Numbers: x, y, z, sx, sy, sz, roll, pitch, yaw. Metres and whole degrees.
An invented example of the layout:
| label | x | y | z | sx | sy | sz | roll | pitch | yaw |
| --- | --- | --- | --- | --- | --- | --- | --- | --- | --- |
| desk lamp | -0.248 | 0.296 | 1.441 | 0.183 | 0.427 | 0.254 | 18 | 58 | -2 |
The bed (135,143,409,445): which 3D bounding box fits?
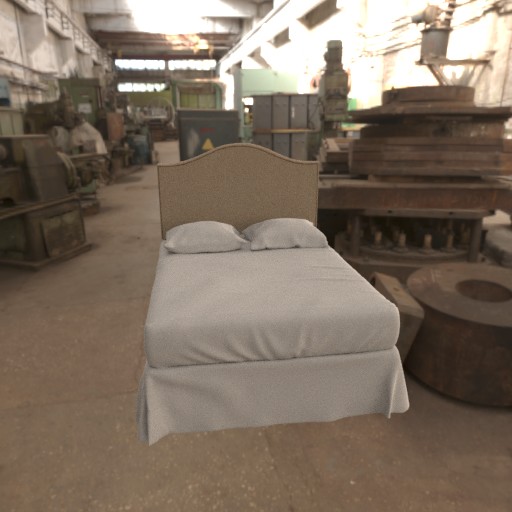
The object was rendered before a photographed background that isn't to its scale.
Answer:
| label | x | y | z | sx | sy | sz | roll | pitch | yaw |
| --- | --- | --- | --- | --- | --- | --- | --- | --- | --- |
| bed | 0.000 | 0.000 | 3.568 | 1.876 | 1.645 | 2.221 | -3 | 18 | -8 |
